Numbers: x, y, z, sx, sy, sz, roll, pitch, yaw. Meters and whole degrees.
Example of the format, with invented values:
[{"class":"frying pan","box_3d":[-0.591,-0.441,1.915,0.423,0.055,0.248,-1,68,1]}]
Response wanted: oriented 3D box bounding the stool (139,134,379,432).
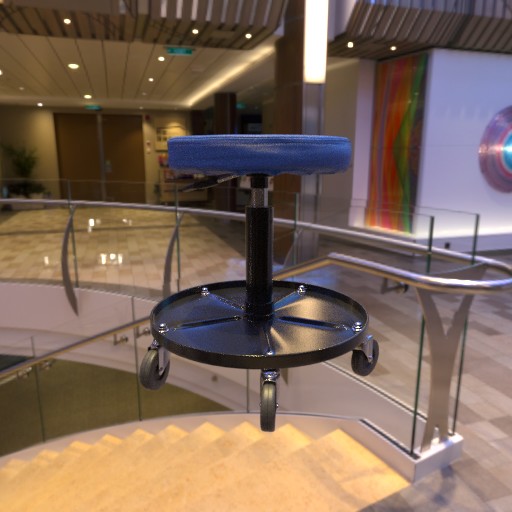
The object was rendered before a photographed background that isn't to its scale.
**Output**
[{"class":"stool","box_3d":[0.000,0.000,0.710,0.382,0.365,0.381,6,14,26]}]
